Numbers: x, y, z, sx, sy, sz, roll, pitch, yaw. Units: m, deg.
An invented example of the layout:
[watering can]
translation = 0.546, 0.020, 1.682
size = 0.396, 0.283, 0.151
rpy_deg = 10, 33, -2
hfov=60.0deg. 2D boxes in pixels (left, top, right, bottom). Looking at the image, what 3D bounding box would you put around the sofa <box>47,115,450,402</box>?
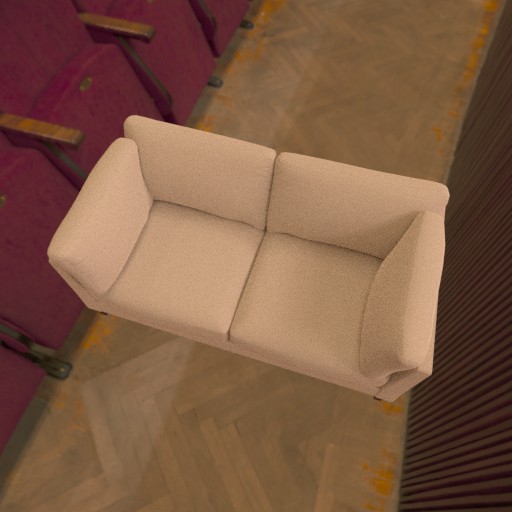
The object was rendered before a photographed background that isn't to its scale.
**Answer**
[sofa]
translation = 0.000, 0.000, 2.324
size = 1.776, 0.836, 0.970
rpy_deg = 15, 60, 9
